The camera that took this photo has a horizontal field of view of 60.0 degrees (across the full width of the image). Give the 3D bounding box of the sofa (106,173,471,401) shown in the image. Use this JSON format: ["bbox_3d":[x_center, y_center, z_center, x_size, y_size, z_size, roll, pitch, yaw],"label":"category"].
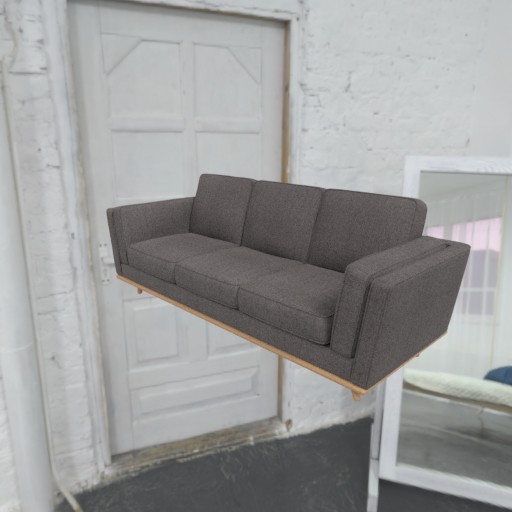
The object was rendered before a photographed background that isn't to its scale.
[{"bbox_3d":[0.000,0.000,2.873,0.903,0.899,2.362,-15,22,-42],"label":"sofa"}]
